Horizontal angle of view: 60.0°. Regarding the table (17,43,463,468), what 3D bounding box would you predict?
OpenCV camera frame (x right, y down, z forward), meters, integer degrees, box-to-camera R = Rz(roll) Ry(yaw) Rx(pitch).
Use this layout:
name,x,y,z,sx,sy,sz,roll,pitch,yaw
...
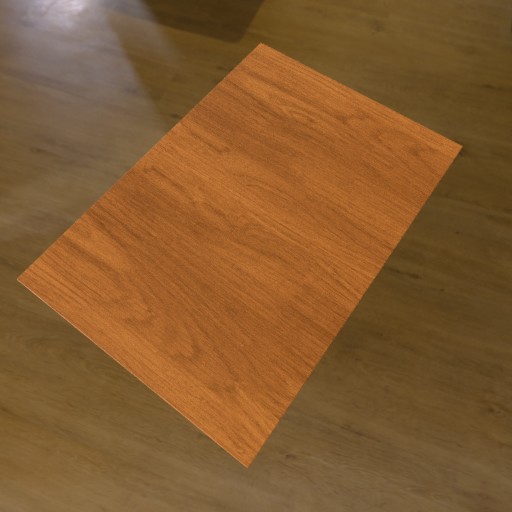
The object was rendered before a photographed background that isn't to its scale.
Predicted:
name,x,y,z,sx,sy,sz,roll,pitch,yaw
table,0.000,0.000,1.840,0.900,0.770,1.300,34,69,14
